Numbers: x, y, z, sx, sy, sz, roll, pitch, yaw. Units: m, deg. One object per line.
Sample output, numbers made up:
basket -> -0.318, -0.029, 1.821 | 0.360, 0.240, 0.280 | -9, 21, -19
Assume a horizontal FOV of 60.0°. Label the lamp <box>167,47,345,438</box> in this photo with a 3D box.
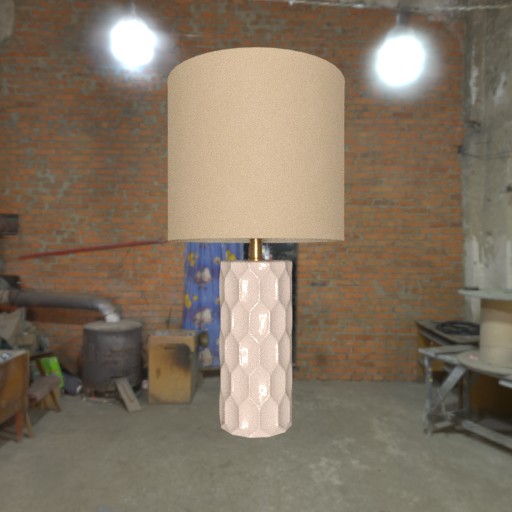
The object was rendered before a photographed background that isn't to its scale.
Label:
lamp -> 0.000, 0.000, 0.707 | 0.277, 0.537, 0.277 | 0, 1, -36
